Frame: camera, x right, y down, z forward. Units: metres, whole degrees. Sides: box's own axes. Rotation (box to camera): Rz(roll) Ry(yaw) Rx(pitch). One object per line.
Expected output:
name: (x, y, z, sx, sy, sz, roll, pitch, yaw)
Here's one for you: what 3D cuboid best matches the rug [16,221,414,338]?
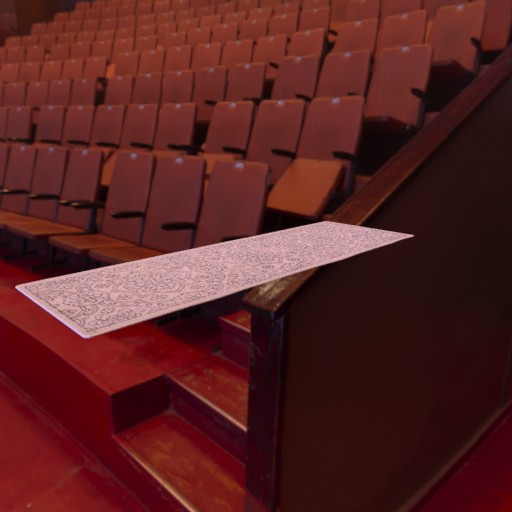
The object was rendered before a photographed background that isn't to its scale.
rug: (0.000, 0.000, 2.648, 2.431, 0.006, 0.806, -14, 20, -42)
